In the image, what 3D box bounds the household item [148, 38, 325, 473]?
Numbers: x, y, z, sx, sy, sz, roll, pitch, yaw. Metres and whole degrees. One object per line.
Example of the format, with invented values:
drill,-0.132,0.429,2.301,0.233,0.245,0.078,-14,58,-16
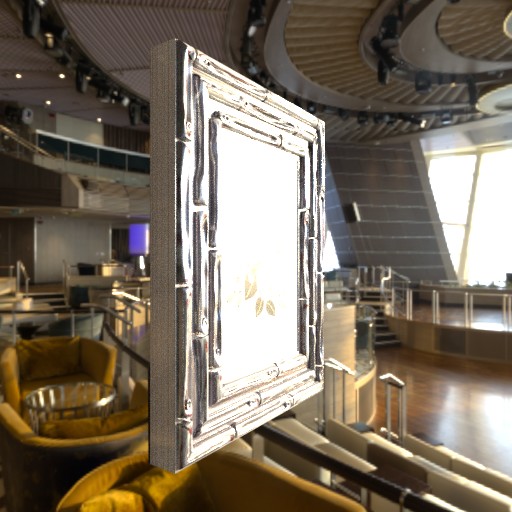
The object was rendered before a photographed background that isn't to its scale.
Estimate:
household item,0.000,0.000,0.292,0.025,0.216,0.165,0,0,34
